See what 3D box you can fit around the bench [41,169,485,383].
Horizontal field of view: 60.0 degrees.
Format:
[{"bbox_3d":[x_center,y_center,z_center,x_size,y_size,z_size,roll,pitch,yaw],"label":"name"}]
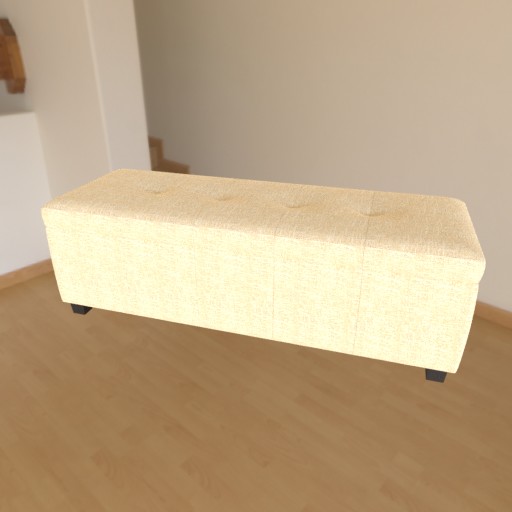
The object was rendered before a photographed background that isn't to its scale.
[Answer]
[{"bbox_3d":[0.000,0.000,1.411,1.219,0.406,0.432,8,28,15],"label":"bench"}]
